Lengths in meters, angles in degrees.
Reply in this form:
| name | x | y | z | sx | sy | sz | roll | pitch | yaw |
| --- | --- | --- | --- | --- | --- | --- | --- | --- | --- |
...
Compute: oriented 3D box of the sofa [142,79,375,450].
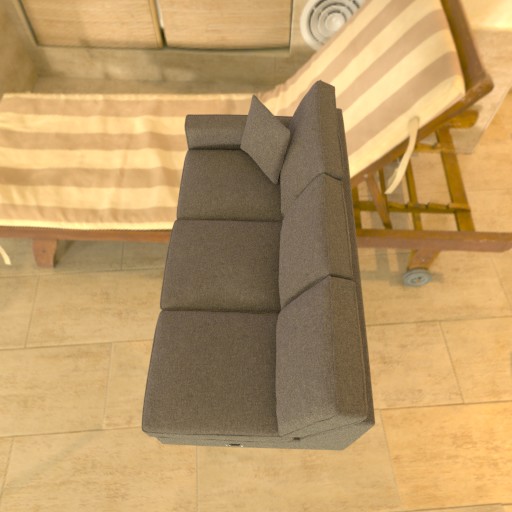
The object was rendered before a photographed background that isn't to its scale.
| name | x | y | z | sx | sy | sz | roll | pitch | yaw |
| --- | --- | --- | --- | --- | --- | --- | --- | --- | --- |
| sofa | 0.000 | 0.000 | 2.536 | 1.034 | 0.946 | 1.963 | 2 | 58 | 1 |
